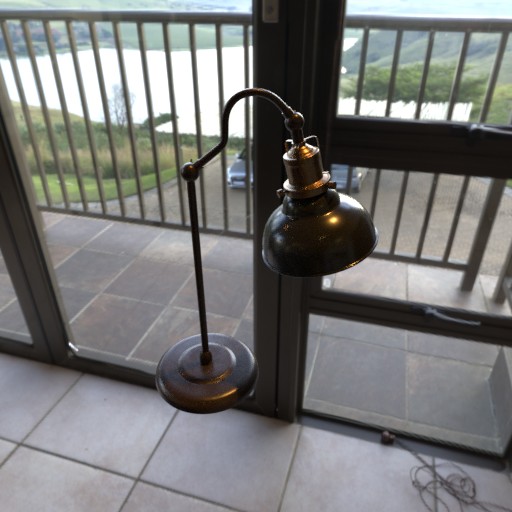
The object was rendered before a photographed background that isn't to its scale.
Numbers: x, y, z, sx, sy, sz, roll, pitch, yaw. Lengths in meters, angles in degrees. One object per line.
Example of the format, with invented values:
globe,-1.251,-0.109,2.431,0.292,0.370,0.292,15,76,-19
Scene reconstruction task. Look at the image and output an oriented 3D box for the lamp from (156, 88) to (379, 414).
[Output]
lamp,0.000,0.000,0.706,0.374,0.508,0.192,-1,31,-1
